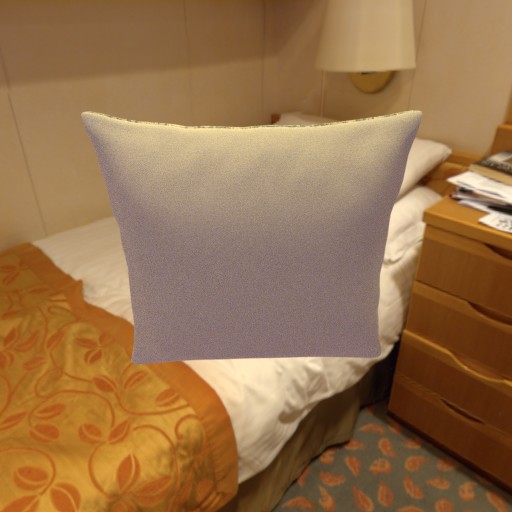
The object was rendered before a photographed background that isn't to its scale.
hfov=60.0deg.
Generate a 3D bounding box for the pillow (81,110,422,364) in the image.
[{"bbox_3d":[0.000,0.000,0.799,0.523,0.510,0.166,-1,30,-1],"label":"pillow"}]
